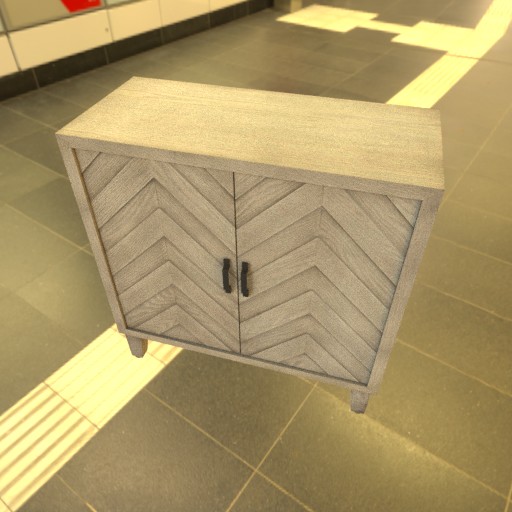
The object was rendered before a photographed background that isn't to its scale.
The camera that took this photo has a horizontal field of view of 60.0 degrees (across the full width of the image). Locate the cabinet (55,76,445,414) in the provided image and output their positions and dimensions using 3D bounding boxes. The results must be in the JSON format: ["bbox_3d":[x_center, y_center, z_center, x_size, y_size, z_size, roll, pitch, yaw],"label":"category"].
[{"bbox_3d":[0.000,0.000,1.235,0.781,0.787,0.370,11,42,12],"label":"cabinet"}]
